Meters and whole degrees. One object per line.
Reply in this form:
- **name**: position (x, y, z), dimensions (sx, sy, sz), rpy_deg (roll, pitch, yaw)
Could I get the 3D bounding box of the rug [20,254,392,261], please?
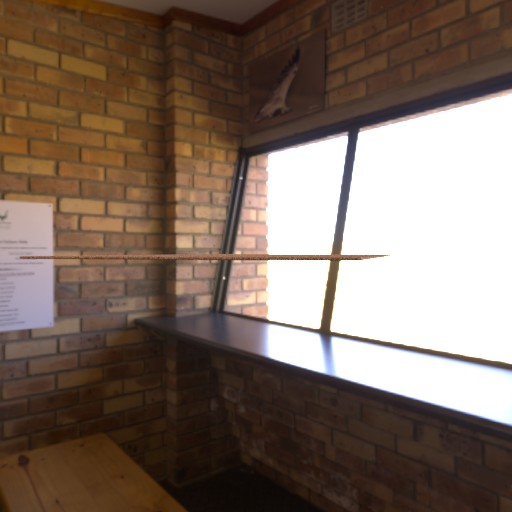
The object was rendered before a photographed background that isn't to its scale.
- **rug**: position (0.000, 0.000, 2.771), dimensions (1.566, 0.013, 2.141), rpy_deg (0, 1, 19)
